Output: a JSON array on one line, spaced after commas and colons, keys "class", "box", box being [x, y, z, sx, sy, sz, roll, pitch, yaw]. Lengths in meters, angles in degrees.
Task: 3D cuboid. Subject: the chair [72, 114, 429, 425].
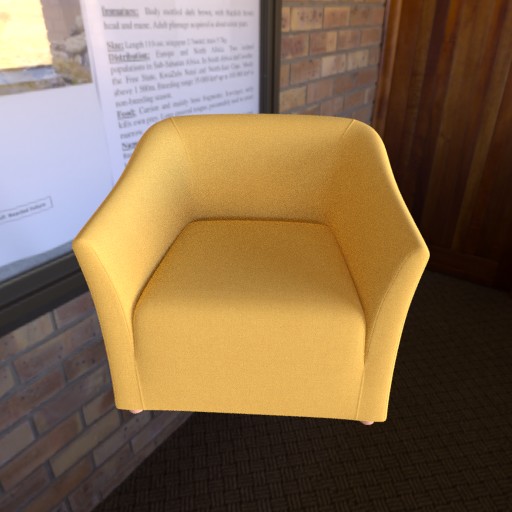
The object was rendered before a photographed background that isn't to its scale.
[{"class": "chair", "box": [0.000, 0.000, 1.361, 0.790, 0.720, 0.700, 2, 29, 3]}]
